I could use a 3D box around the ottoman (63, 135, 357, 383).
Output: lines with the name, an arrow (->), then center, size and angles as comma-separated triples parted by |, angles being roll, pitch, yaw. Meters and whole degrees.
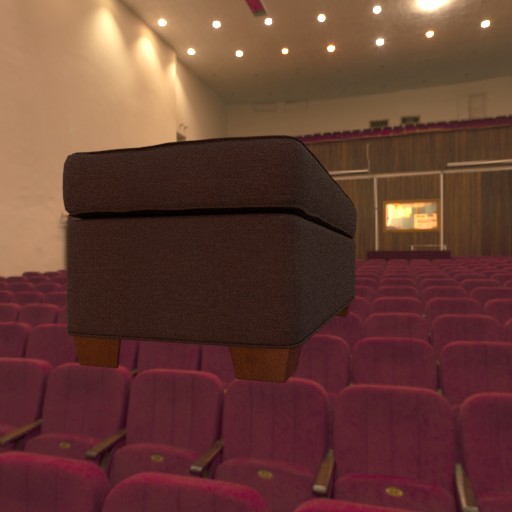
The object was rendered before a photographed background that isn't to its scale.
ottoman -> 0.000, 0.000, 1.348 | 0.515, 0.460, 1.110 | 0, 0, 18
